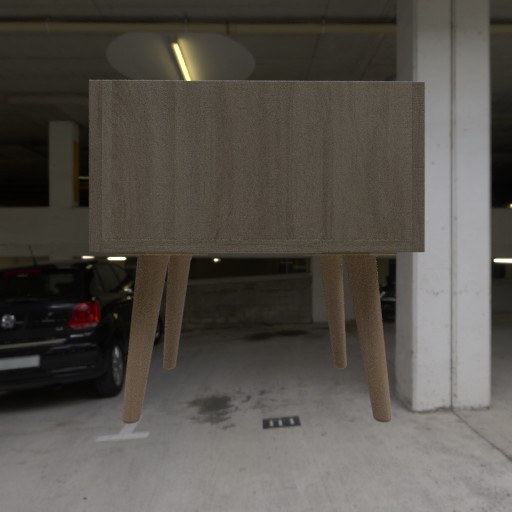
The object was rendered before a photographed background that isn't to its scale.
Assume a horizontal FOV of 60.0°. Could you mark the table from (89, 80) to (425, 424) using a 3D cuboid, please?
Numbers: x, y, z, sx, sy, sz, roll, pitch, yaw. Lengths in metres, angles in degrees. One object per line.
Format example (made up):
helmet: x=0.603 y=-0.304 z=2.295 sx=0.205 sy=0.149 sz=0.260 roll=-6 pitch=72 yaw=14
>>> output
table: x=0.000 y=0.000 z=0.779 sx=0.450 sy=0.470 sz=0.370 roll=0 pitch=0 yaw=-1
